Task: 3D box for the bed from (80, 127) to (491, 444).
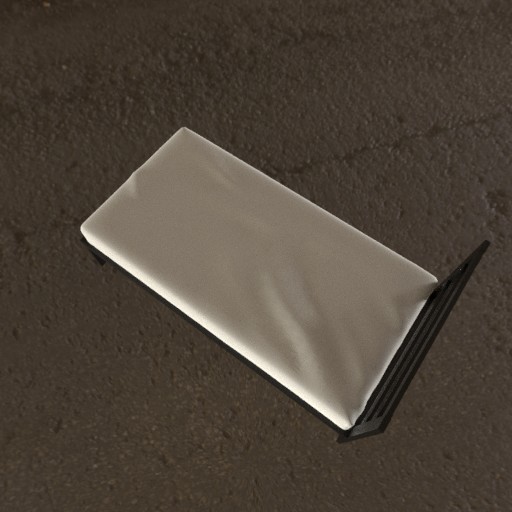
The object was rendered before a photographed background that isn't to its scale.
[{"bbox_3d":[0.000,0.000,2.508,1.930,0.967,0.991,33,69,15],"label":"bed"}]
